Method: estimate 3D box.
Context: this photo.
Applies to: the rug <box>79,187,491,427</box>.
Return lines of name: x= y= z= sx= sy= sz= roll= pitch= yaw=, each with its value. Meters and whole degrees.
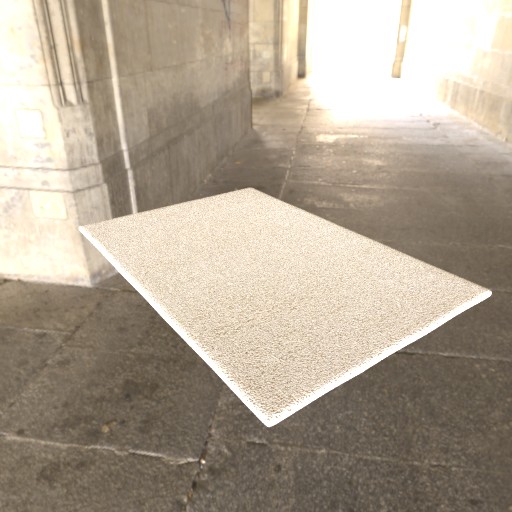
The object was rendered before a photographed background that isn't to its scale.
rug: x=0.000 y=0.000 z=2.221 sx=1.219 sy=0.030 sz=1.778 roll=-18 pitch=32 yaw=-32
